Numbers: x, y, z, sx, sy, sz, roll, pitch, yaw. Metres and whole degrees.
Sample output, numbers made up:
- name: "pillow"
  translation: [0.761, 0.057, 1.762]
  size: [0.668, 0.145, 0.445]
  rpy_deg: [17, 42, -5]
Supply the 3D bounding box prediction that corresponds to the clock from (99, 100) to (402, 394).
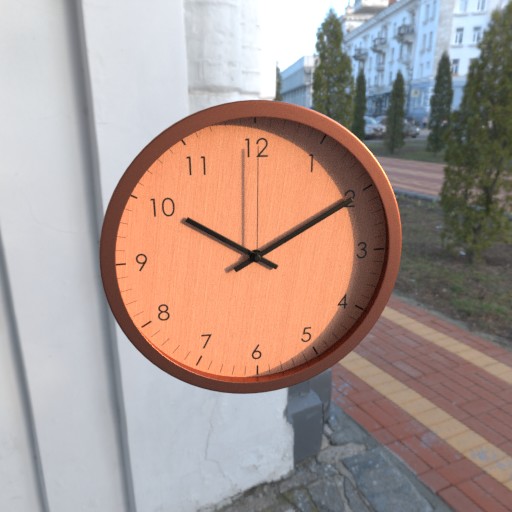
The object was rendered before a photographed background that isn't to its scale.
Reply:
- name: "clock"
  translation: [0.000, 0.000, 0.473]
  size: [0.313, 0.313, 0.040]
  rpy_deg: [-3, 18, -9]
